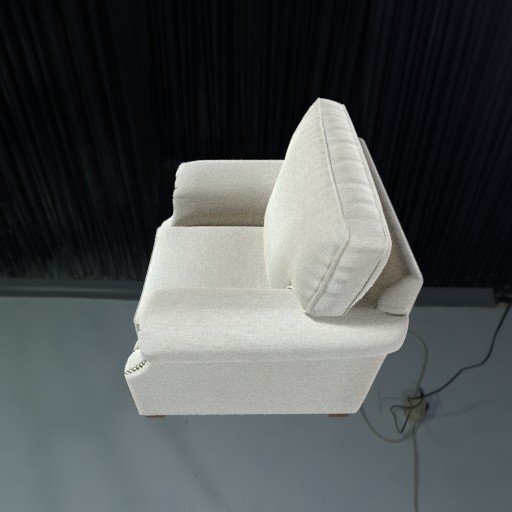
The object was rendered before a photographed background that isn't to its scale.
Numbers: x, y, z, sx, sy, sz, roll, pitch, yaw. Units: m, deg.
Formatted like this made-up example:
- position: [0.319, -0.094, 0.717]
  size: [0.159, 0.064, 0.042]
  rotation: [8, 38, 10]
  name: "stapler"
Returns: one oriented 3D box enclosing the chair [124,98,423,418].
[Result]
- position: [0.000, 0.000, 1.806]
  size: [0.965, 0.961, 1.092]
  rotation: [0, 41, 0]
  name: "chair"
